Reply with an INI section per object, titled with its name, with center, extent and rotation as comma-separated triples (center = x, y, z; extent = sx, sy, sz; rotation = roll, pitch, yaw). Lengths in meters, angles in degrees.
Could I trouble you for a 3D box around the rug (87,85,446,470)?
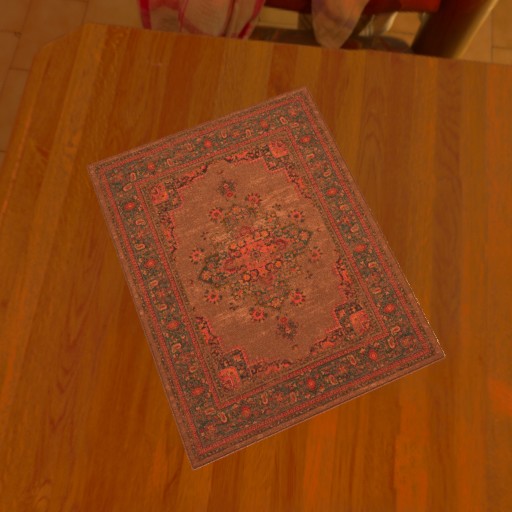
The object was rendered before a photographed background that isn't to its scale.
[rug]
center = 0.000, 0.000, 4.228
extent = 2.434, 0.013, 3.057
rotation = -22, 76, -6
